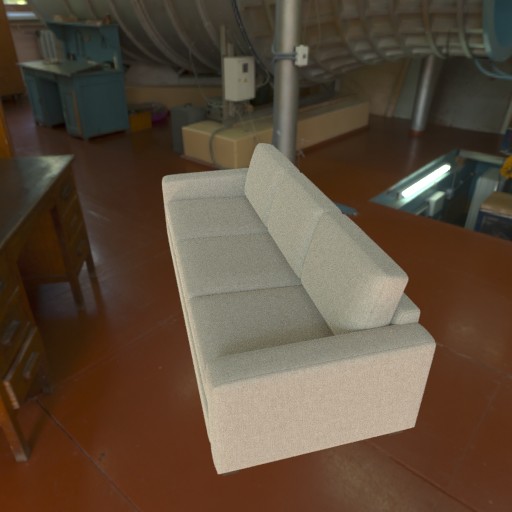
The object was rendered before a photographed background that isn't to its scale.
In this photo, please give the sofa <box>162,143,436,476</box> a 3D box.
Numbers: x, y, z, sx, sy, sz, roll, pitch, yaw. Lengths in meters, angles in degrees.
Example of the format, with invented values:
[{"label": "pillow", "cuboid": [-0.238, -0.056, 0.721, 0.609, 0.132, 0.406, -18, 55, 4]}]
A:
[{"label": "sofa", "cuboid": [0.000, 0.000, 2.578, 0.900, 0.800, 2.160, -8, 31, -13]}]
